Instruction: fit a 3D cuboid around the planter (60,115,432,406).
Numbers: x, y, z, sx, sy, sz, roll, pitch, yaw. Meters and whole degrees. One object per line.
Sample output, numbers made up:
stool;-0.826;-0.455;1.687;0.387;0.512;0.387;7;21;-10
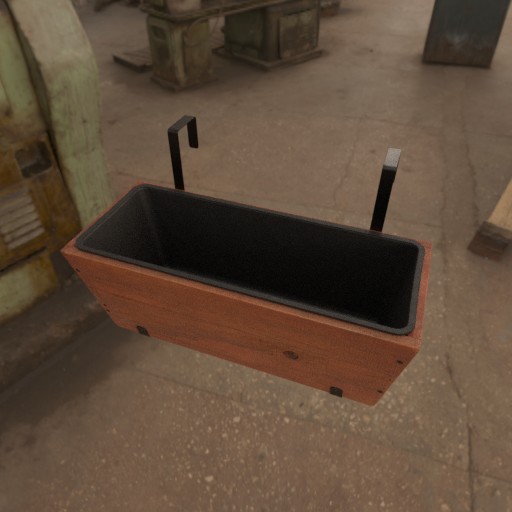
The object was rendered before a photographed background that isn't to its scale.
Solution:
planter;0.000;0.000;0.666;0.480;0.289;0.262;14;42;16
